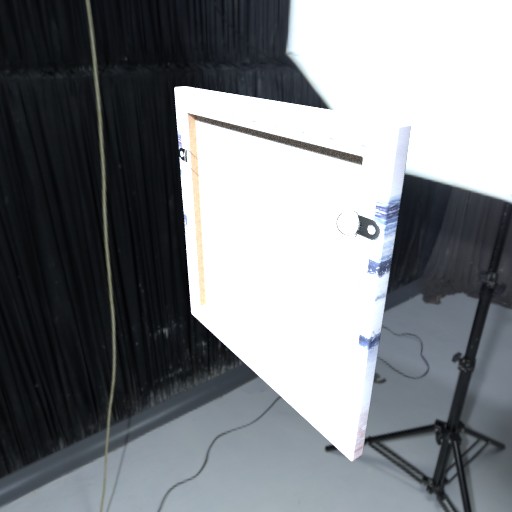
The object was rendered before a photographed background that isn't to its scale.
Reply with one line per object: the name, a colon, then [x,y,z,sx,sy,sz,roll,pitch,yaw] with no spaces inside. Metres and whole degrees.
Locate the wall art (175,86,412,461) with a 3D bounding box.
wall art: [0.000,0.000,1.121,0.065,0.747,0.755,-18,31,-32]
